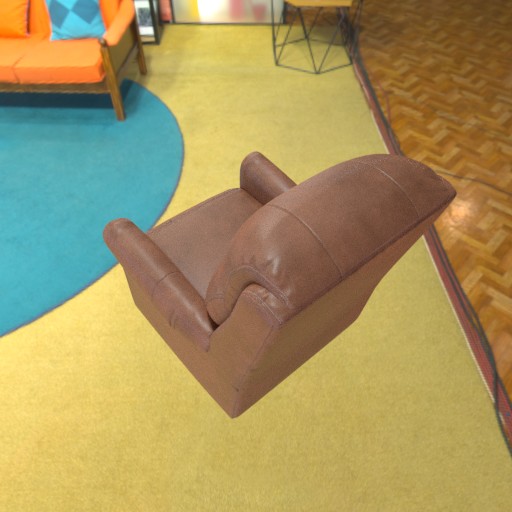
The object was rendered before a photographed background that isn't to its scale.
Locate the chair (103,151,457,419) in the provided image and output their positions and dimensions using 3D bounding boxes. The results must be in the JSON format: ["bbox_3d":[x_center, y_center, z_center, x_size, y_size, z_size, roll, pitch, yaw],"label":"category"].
[{"bbox_3d":[0.000,0.000,1.733,0.838,1.054,1.014,-32,55,-26],"label":"chair"}]
